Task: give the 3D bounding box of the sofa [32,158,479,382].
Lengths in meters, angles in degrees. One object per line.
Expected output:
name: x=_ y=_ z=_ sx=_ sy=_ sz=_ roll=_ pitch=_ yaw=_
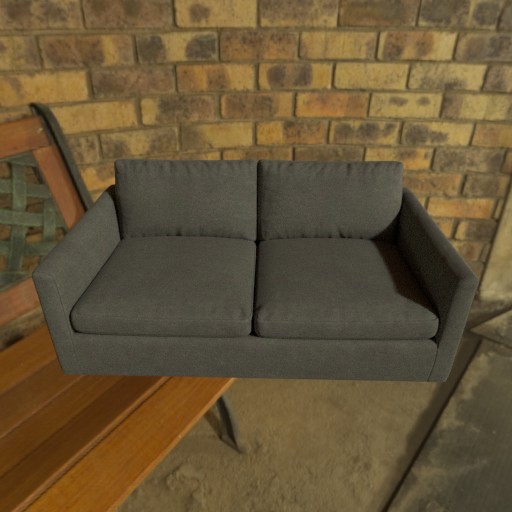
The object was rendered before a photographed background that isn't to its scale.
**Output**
sofa: x=0.000 y=0.000 z=2.438 sx=1.909 sy=0.845 sz=1.091 roll=1 pitch=29 yaw=1
